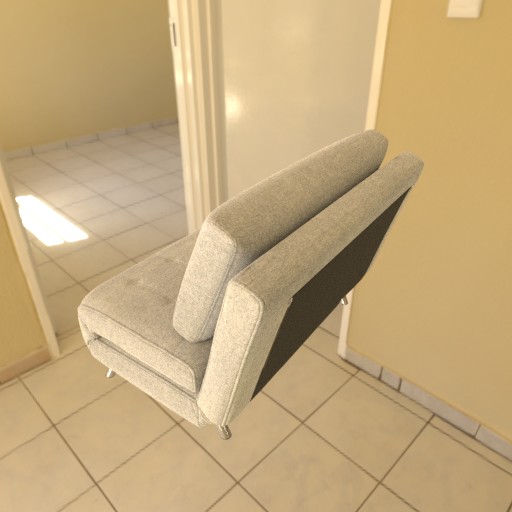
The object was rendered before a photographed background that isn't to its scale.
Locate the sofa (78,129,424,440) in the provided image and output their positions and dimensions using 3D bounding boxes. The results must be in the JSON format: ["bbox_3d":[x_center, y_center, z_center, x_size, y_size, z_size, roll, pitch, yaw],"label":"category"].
[{"bbox_3d":[0.000,0.000,1.855,0.910,0.910,1.220,20,37,30],"label":"sofa"}]
